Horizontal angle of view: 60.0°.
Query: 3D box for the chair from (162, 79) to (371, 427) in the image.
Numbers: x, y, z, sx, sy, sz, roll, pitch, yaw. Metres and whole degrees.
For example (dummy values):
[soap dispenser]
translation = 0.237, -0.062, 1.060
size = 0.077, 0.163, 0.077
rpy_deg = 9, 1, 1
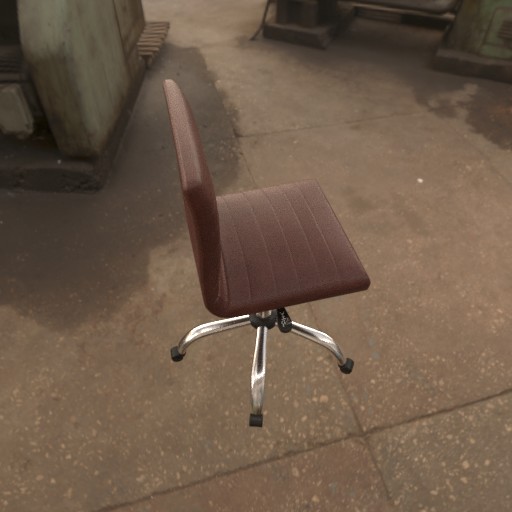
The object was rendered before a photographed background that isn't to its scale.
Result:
[chair]
translation = 0.000, 0.000, 1.116
size = 0.530, 0.780, 0.556
rpy_deg = -10, 47, -9
